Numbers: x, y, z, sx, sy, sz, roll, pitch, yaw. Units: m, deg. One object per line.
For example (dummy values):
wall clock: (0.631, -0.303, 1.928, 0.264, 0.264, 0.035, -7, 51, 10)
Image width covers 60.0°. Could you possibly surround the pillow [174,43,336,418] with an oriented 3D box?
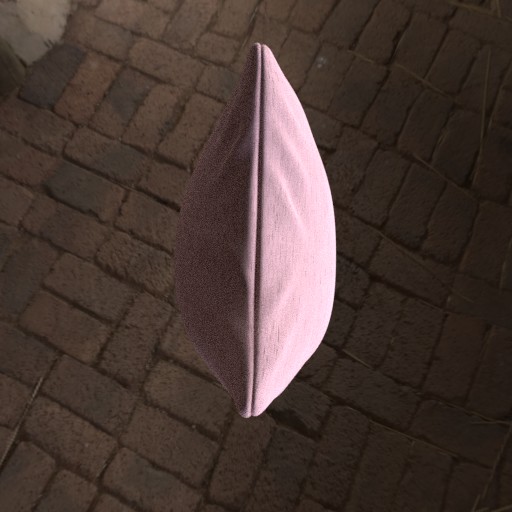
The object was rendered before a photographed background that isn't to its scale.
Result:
pillow: (0.000, 0.000, 0.673, 0.246, 0.415, 0.432, 1, 76, 0)
